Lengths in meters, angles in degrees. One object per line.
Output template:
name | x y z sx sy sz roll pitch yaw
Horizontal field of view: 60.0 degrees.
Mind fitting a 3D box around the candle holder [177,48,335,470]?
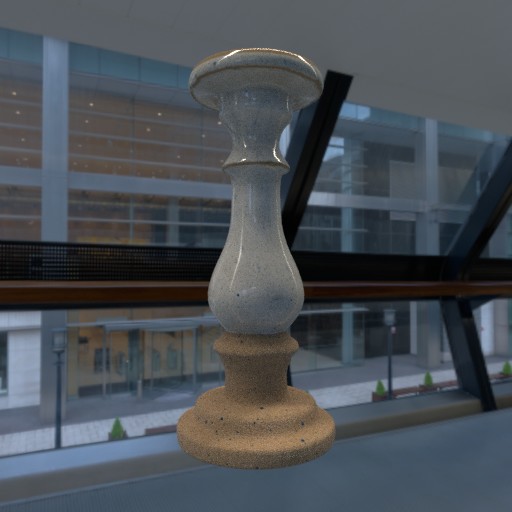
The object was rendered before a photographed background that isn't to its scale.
candle holder | 0.000 0.000 0.251 0.088 0.203 0.088 0 -1 0
